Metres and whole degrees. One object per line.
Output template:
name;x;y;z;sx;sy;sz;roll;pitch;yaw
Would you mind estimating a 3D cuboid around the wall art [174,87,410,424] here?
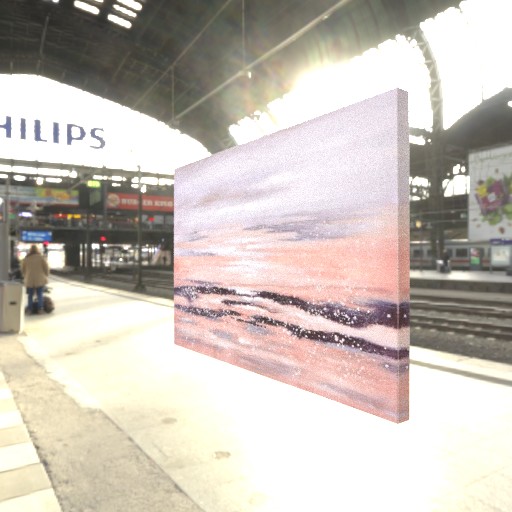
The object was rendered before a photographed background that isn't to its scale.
wall art;0.000;0.000;1.175;0.038;0.609;0.913;0;0;-36
